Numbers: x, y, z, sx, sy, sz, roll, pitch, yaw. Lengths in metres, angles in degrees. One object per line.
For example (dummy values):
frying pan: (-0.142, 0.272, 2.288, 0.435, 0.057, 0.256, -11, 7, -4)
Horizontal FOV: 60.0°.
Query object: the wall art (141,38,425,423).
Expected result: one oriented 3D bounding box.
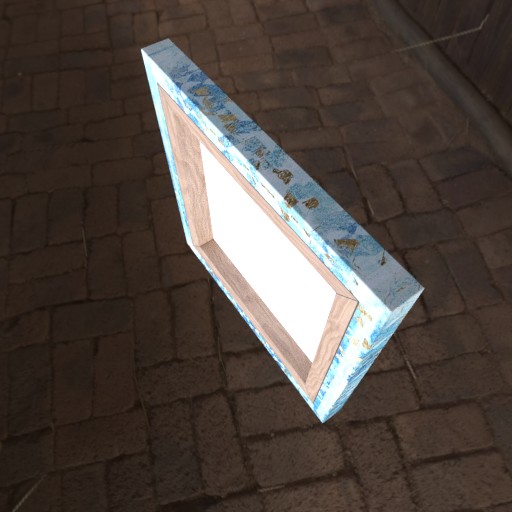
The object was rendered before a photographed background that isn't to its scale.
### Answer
wall art: (0.000, 0.000, 0.600, 0.037, 0.405, 0.405, -31, 63, -18)
